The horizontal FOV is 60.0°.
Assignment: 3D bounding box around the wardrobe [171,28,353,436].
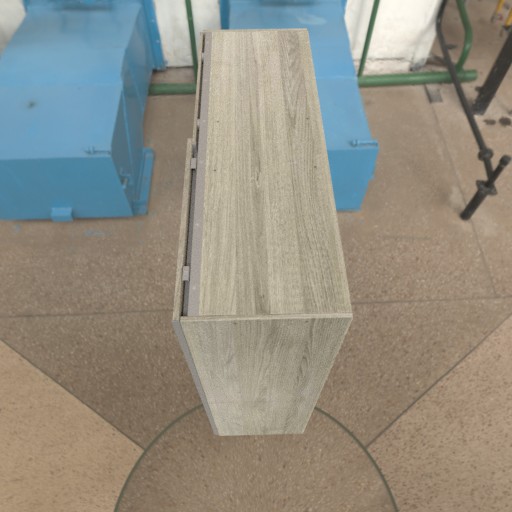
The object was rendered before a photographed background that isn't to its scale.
[{"bbox_3d":[0.000,0.000,2.829,0.629,1.960,1.780,-1,57,-1],"label":"wardrobe"}]
